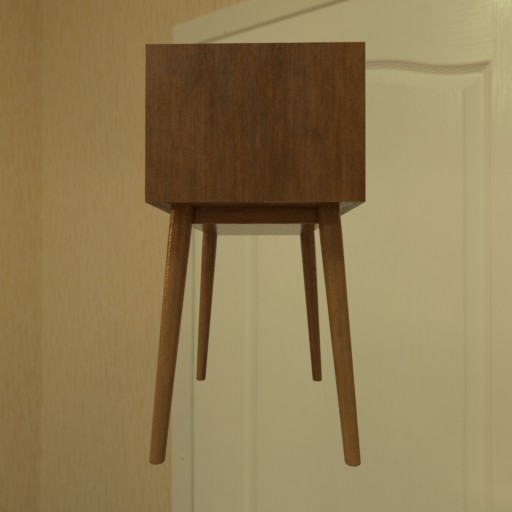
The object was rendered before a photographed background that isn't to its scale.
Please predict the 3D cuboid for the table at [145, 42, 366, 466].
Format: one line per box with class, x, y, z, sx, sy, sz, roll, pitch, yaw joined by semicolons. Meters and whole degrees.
table;0.000;0.000;0.831;0.307;0.580;0.454;0;0;1
